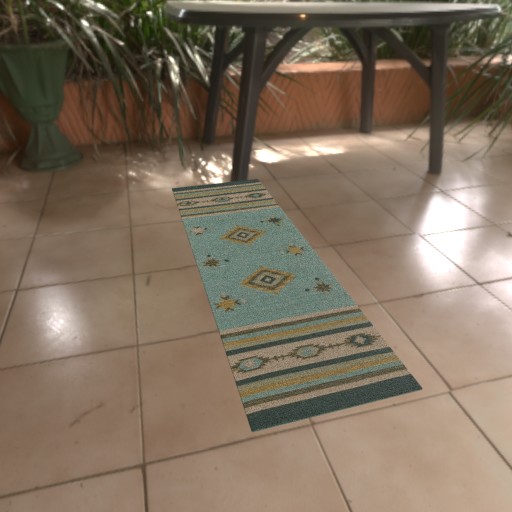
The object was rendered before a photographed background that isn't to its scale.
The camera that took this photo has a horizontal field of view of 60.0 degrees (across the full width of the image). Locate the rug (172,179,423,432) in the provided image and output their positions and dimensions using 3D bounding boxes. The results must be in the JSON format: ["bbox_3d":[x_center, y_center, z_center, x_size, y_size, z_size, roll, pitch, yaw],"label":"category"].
[{"bbox_3d":[0.000,0.000,2.769,0.744,0.010,2.441,-9,33,-14],"label":"rug"}]
